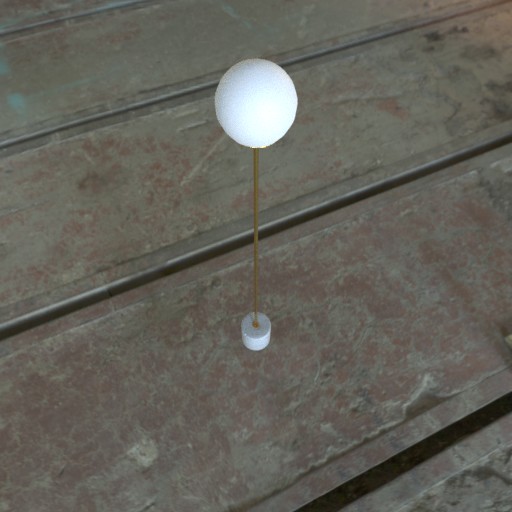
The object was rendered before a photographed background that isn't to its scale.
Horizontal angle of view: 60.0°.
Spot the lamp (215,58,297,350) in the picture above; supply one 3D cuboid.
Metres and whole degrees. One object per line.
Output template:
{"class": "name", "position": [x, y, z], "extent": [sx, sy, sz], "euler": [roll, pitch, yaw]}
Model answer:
{"class": "lamp", "position": [0.000, 0.000, 1.845], "extent": [0.224, 1.753, 0.224], "euler": [17, 59, 10]}
